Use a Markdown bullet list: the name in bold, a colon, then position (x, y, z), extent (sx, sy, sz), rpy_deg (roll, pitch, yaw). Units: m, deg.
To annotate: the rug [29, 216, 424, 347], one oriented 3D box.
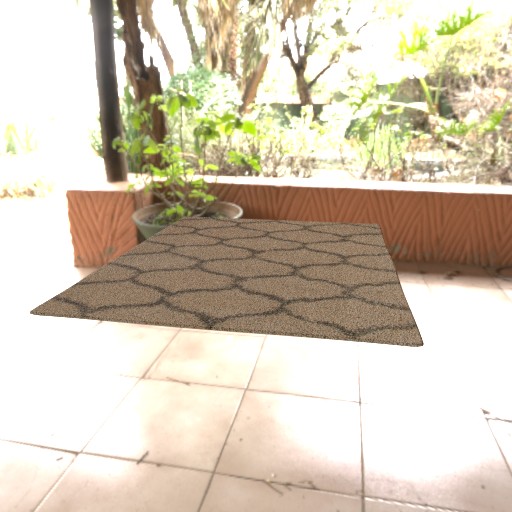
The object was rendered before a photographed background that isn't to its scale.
- **rug**: position (0.000, 0.000, 3.999), extent (2.399, 0.026, 3.000), rpy_deg (3, 17, 10)
